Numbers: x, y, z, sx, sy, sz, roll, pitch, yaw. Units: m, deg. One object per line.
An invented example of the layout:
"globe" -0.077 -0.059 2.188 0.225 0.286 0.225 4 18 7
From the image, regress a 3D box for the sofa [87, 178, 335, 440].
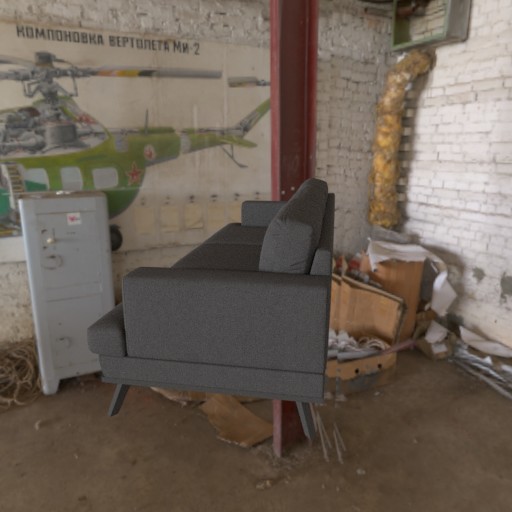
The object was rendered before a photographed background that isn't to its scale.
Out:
"sofa" 0.000 0.000 2.693 0.920 0.810 2.310 3 15 10
